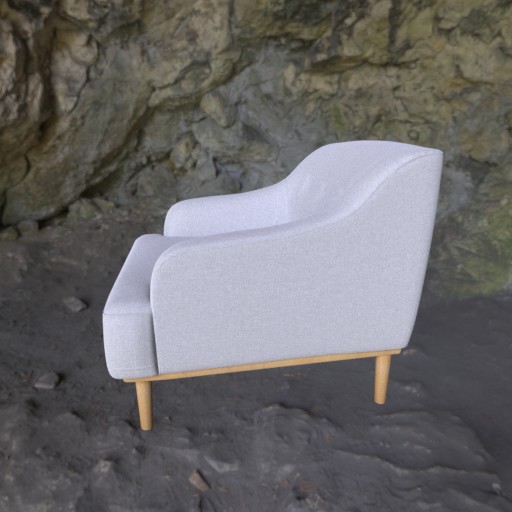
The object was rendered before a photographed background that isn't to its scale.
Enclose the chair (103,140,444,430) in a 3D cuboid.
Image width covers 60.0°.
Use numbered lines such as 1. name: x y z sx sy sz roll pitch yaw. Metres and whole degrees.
1. chair: 0.000 0.000 1.624 0.951 0.818 0.946 -2 15 -8
